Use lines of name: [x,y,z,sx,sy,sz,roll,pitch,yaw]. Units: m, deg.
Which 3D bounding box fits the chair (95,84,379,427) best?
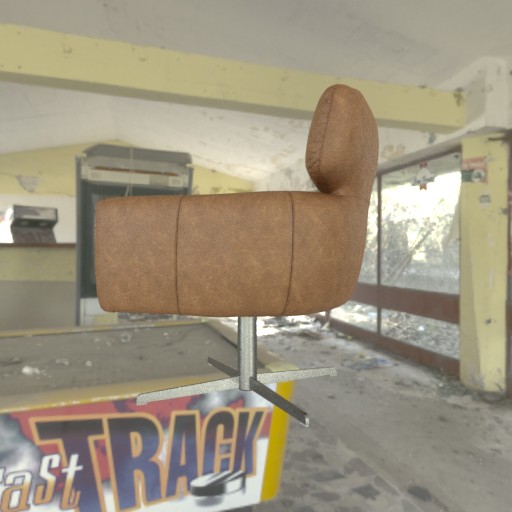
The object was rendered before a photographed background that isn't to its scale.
chair: [0.000,0.000,1.346,0.715,0.812,0.706,0,1,18]
